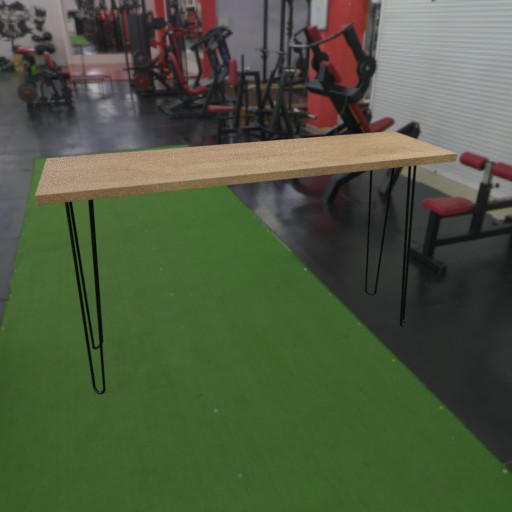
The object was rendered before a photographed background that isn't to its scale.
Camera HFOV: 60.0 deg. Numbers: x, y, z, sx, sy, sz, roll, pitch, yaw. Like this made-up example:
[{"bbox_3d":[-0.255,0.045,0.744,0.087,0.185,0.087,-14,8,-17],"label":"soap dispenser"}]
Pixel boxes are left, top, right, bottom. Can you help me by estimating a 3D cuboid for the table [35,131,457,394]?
[{"bbox_3d":[0.000,0.000,1.752,1.400,0.799,0.399,-9,29,-16],"label":"table"}]
